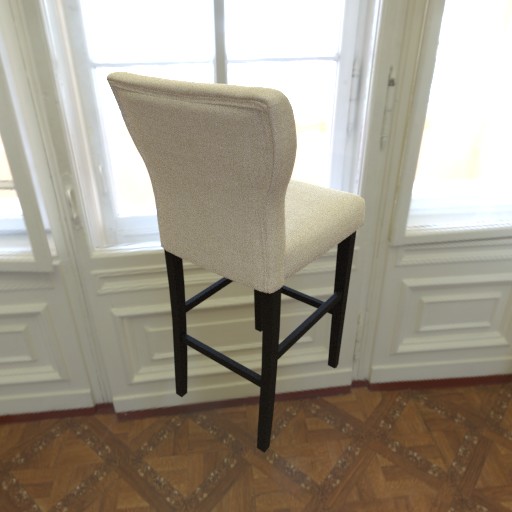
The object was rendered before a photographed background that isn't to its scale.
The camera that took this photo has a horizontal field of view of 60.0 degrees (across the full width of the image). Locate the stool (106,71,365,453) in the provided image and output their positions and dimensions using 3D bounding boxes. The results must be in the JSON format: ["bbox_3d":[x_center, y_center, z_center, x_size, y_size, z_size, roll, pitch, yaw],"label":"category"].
[{"bbox_3d":[0.000,0.000,1.413,0.516,1.124,0.603,21,36,32],"label":"stool"}]
